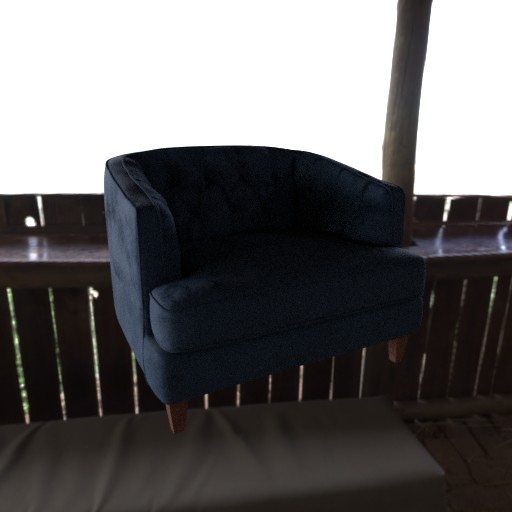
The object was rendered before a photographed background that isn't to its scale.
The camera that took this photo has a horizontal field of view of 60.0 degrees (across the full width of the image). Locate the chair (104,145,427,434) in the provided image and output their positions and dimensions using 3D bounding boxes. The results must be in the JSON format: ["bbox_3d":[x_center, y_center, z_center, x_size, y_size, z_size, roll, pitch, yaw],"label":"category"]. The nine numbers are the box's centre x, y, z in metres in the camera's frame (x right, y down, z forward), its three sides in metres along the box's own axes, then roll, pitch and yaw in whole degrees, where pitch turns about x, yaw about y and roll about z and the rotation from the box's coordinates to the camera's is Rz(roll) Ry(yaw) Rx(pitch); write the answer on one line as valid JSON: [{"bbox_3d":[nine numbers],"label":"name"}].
[{"bbox_3d":[0.000,0.000,1.818,1.094,0.852,0.940,-8,18,-27],"label":"chair"}]
